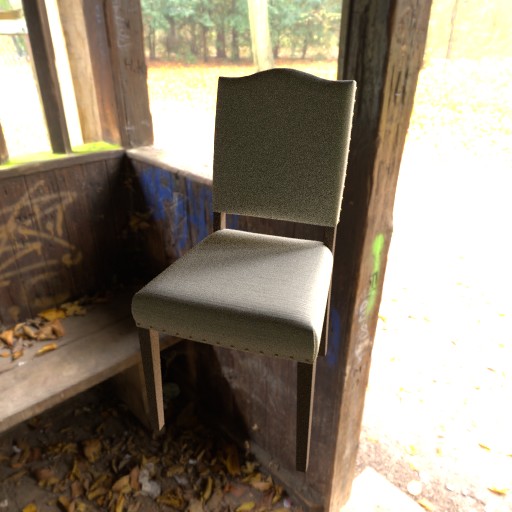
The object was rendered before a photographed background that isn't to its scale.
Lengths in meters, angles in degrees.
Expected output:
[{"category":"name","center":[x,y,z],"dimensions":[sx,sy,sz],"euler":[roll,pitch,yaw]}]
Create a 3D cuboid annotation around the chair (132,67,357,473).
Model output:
[{"category":"chair","center":[0.000,0.000,1.345],"dimensions":[0.508,1.015,0.619],"euler":[9,29,16]}]
